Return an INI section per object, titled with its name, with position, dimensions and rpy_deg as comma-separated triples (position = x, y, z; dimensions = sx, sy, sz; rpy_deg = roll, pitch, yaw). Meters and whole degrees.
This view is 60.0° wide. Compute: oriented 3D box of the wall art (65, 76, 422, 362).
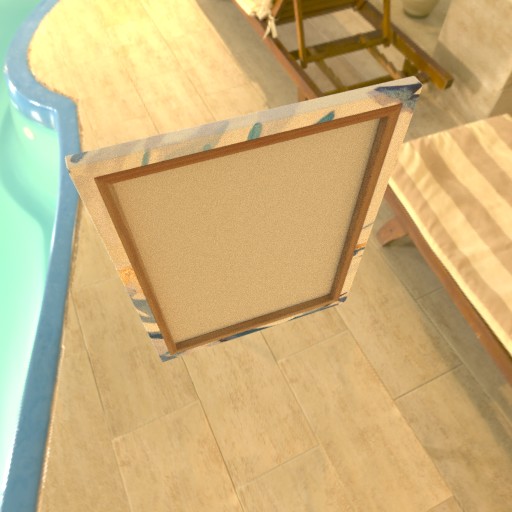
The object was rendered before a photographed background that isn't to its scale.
[wall art]
position = 0.000, 0.000, 1.326
dimensions = 0.761, 1.015, 0.038
rpy_deg = -16, 58, -11
